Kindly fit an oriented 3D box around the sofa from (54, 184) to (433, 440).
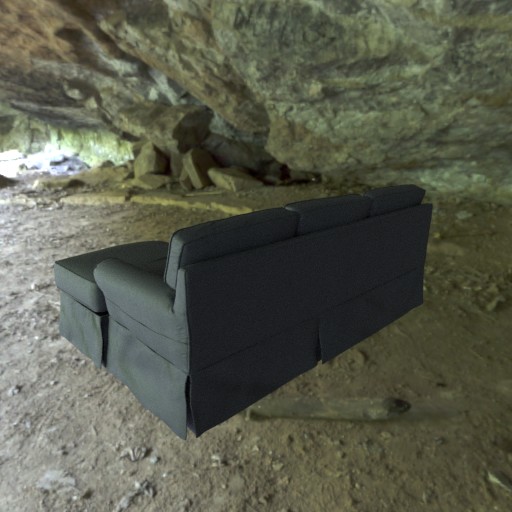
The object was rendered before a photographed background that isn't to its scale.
[{"bbox_3d":[0.000,0.000,3.376,1.637,1.039,2.518,16,22,43],"label":"sofa"}]
